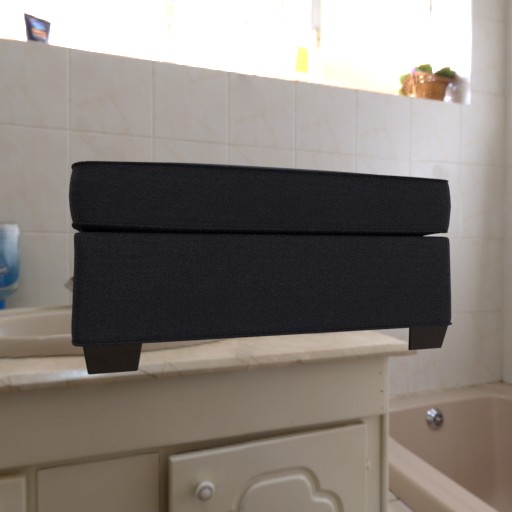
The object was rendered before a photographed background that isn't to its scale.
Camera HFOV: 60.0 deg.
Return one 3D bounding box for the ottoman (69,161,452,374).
[{"bbox_3d":[0.000,0.000,1.189,0.895,0.453,0.505,0,0,-17],"label":"ottoman"}]
